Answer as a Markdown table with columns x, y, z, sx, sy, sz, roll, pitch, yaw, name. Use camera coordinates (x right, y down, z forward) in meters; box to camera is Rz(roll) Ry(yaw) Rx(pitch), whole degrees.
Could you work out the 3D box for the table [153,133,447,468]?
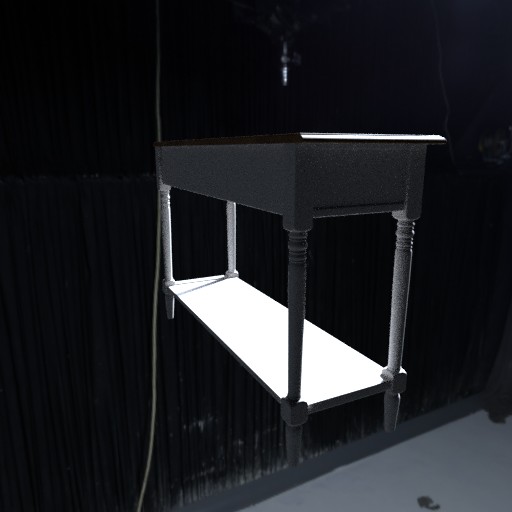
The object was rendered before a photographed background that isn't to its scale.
| x | y | z | sx | sy | sz | roll | pitch | yaw | name |
| --- | --- | --- | --- | --- | --- | --- | --- | --- | --- |
| 0.000 | 0.000 | 1.578 | 0.399 | 0.800 | 1.219 | -7 | 15 | -26 | table |
